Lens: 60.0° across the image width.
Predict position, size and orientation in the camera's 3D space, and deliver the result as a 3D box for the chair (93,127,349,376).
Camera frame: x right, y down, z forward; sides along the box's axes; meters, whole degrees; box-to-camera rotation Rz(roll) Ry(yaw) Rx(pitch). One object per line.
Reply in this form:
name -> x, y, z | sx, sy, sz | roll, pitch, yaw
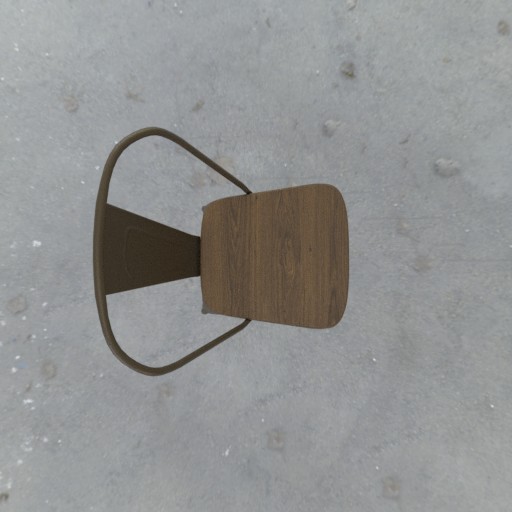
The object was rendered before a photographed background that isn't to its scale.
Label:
chair -> 0.000, 0.000, 1.132 | 0.532, 0.844, 0.451 | 0, 88, 0
